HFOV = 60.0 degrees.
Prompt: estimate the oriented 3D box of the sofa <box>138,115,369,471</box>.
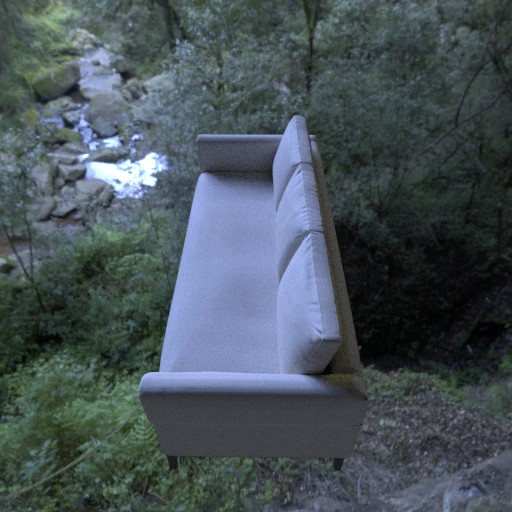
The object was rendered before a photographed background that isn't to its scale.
[{"bbox_3d":[0.000,0.000,2.657,0.902,0.911,2.198,0,42,0],"label":"sofa"}]
